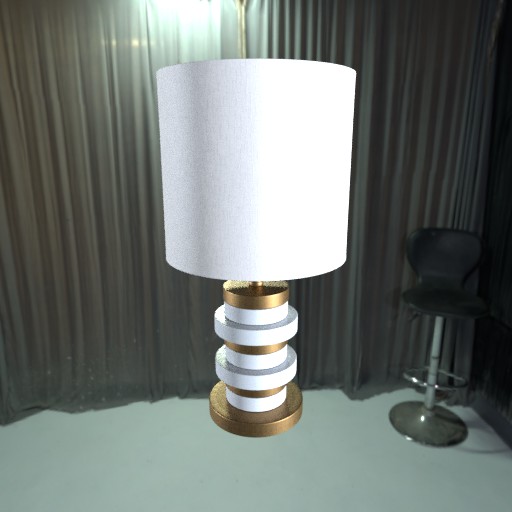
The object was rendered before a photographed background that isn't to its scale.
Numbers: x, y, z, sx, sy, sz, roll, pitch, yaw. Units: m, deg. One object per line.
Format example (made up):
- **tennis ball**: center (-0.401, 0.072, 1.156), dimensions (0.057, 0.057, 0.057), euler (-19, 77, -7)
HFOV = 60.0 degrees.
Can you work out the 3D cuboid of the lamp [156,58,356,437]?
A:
- **lamp**: center (0.000, 0.000, 0.527), dimensions (0.210, 0.410, 0.210), euler (-3, 15, -10)
